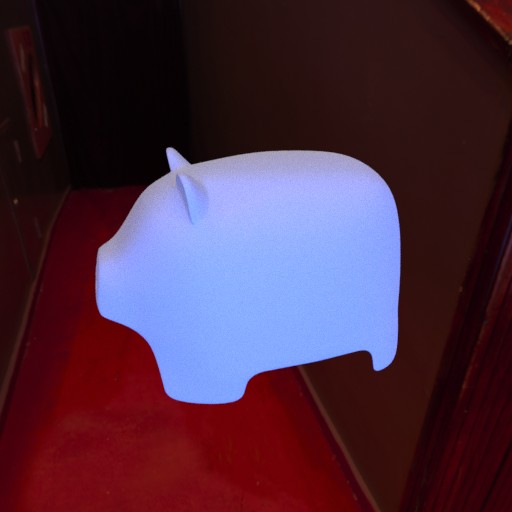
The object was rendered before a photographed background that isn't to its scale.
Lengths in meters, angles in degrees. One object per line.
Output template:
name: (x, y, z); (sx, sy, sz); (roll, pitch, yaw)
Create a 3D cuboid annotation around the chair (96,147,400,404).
chair: (0.000, 0.000, 0.887); (0.619, 0.423, 0.364); (-9, 31, -15)
